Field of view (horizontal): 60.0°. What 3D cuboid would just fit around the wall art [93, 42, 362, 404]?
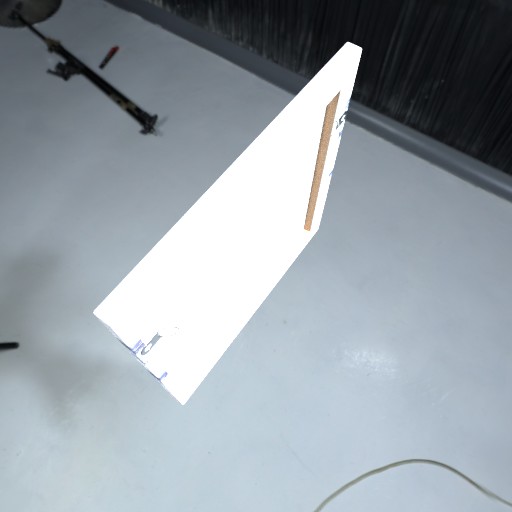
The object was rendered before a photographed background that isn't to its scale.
[{"bbox_3d":[0.000,0.000,1.130,0.065,0.747,0.755,33,67,16],"label":"wall art"}]
